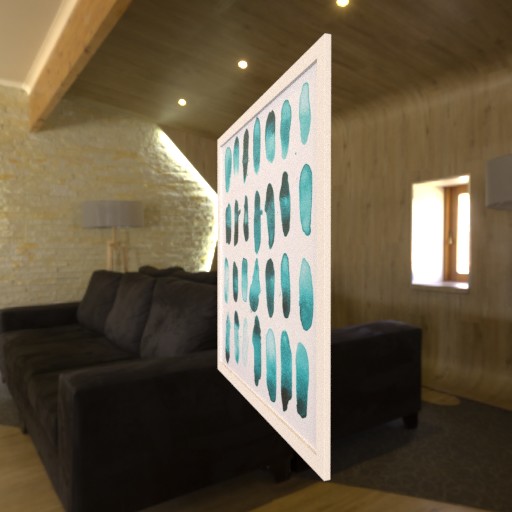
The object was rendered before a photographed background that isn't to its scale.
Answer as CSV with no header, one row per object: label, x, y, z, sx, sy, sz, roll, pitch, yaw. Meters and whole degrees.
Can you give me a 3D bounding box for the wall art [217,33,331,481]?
wall art,0.000,0.000,0.819,0.009,0.559,0.558,0,1,-19
